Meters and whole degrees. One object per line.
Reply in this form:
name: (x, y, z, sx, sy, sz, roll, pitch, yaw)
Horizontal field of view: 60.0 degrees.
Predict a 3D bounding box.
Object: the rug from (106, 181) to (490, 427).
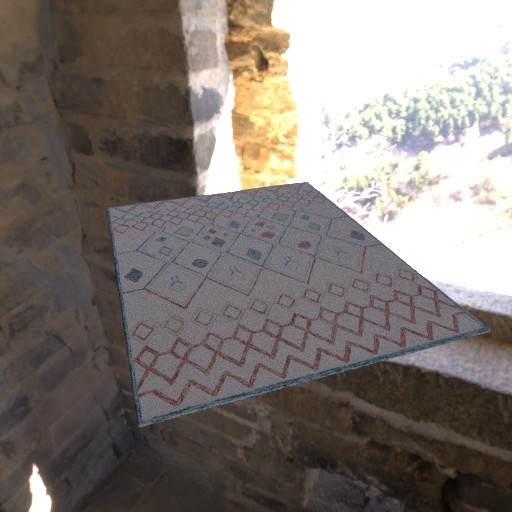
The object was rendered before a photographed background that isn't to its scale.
rug: (0.000, 0.000, 4.014, 2.441, 0.016, 3.050, -10, 32, -16)
